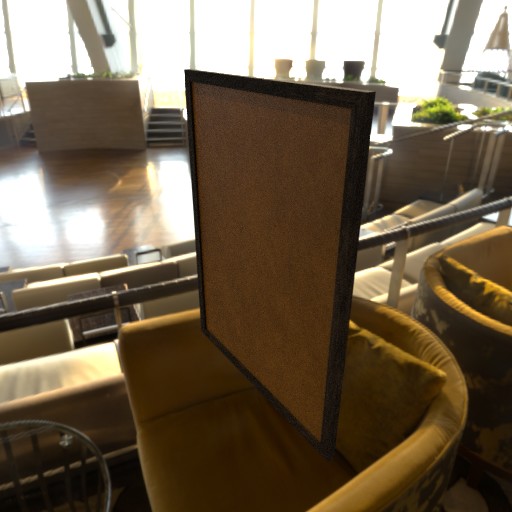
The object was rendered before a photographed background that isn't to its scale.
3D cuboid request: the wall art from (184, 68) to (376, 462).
[{"bbox_3d":[0.000,0.000,1.422,0.029,1.066,0.812,-17,31,-31],"label":"wall art"}]
